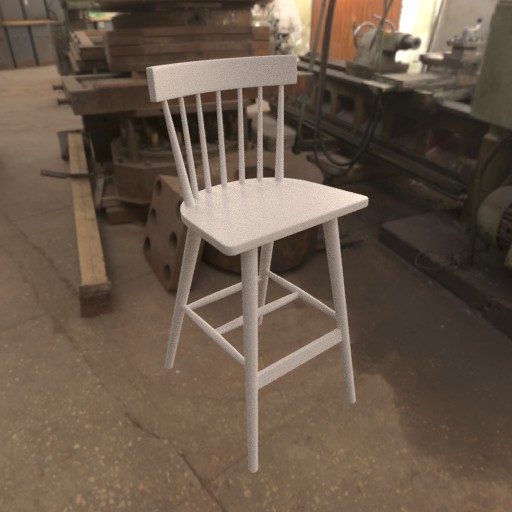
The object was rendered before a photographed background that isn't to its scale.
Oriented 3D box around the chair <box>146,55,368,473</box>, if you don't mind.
[{"bbox_3d":[0.000,0.000,1.370,0.483,1.092,0.572,-21,36,-32],"label":"chair"}]
